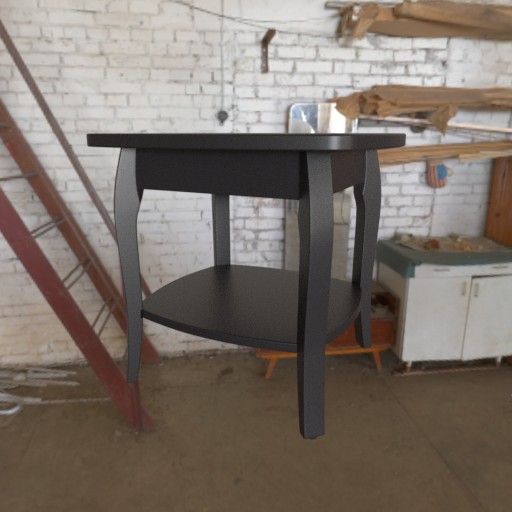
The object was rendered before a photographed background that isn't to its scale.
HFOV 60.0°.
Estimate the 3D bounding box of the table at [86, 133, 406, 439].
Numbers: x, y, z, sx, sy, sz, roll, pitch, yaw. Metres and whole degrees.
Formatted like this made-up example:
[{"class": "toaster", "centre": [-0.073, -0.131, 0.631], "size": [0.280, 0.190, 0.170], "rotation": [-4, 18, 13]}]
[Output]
[{"class": "table", "centre": [0.000, 0.000, 0.857], "size": [0.508, 0.457, 0.457], "rotation": [8, 17, 26]}]
